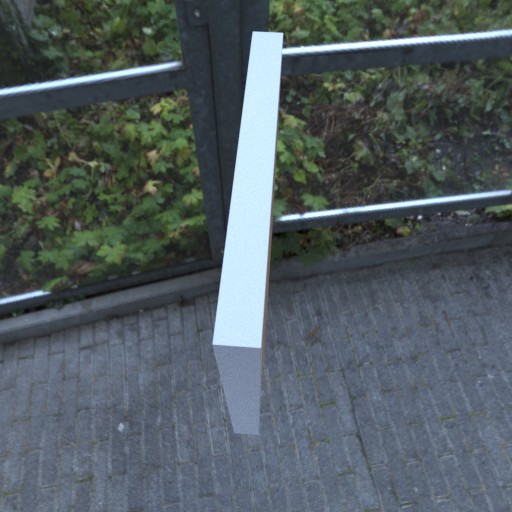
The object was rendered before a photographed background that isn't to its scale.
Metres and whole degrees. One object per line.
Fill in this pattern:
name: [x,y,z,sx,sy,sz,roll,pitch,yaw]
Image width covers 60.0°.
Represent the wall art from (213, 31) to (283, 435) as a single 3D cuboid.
wall art: [0.000,0.000,0.621,0.038,0.406,0.406,4,59,2]
